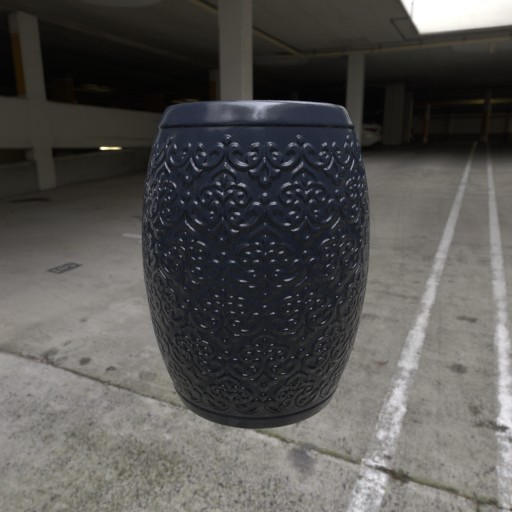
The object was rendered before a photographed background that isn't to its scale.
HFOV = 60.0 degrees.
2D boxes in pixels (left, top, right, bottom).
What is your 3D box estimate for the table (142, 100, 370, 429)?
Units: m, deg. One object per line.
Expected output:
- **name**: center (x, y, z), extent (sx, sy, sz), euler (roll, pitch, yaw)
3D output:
- **table**: center (0.000, 0.000, 0.623), extent (0.309, 0.397, 0.309), euler (0, 14, 0)
